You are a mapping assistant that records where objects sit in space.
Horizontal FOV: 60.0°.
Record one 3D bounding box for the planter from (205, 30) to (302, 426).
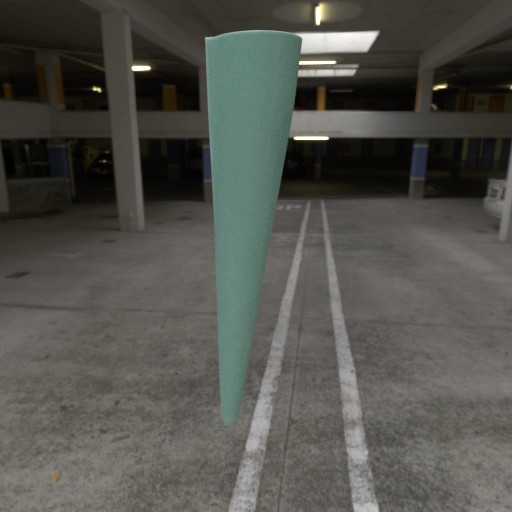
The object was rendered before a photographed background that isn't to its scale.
[{"bbox_3d":[0.000,0.000,0.300,0.055,0.268,0.054,2,16,7],"label":"planter"}]
